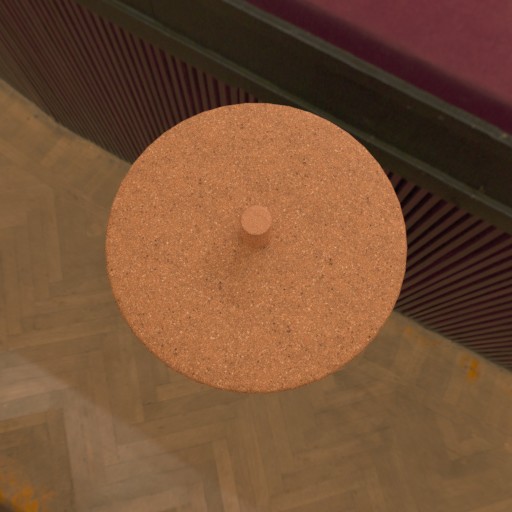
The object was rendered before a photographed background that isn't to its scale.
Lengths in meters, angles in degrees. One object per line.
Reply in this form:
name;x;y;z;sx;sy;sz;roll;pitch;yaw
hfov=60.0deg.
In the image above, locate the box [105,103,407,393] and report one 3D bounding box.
box;0.000;0.000;0.185;0.107;0.094;0.107;0;76;0
